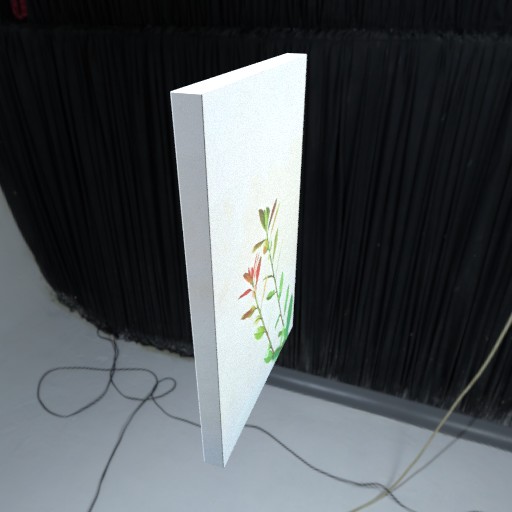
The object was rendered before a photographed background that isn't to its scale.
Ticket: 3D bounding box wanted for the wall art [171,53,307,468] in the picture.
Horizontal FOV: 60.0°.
[{"bbox_3d":[0.000,0.000,0.777,0.038,0.611,0.408,11,32,18],"label":"wall art"}]
